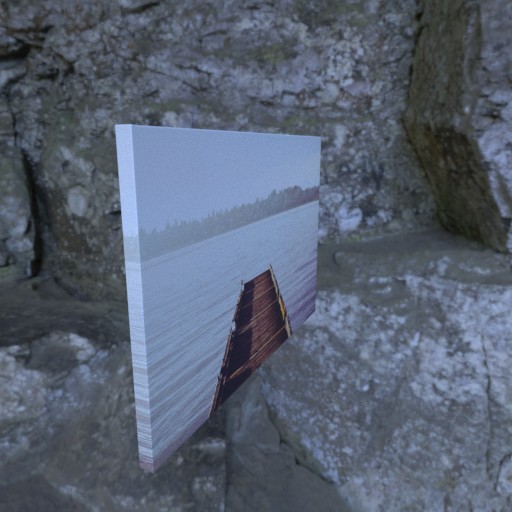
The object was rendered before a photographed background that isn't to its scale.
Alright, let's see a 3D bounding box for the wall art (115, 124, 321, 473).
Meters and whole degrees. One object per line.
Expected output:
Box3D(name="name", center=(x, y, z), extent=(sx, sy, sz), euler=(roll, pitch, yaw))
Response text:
Box3D(name="wall art", center=(0.000, 0.000, 1.429), extent=(0.040, 0.765, 1.149), euler=(7, 15, 25))
